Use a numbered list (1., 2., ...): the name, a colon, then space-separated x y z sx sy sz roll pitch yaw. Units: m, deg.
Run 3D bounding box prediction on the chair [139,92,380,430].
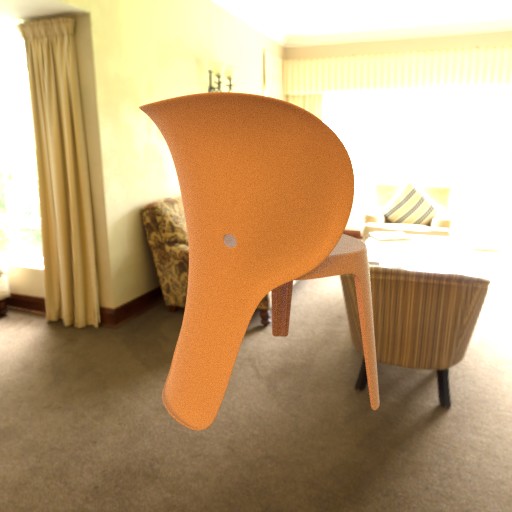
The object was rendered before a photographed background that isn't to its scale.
1. chair: 0.000 0.000 0.859 0.402 0.554 0.451 -7 16 -27
